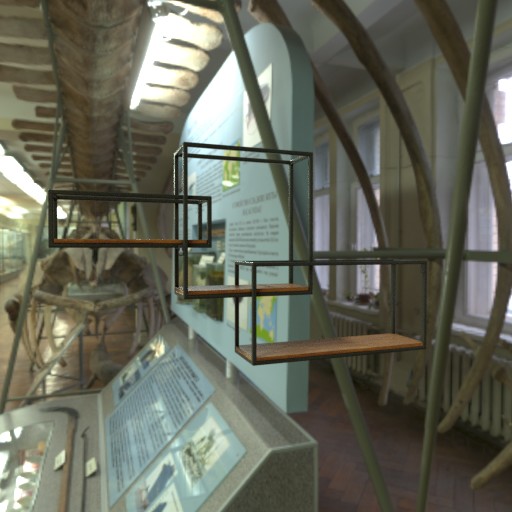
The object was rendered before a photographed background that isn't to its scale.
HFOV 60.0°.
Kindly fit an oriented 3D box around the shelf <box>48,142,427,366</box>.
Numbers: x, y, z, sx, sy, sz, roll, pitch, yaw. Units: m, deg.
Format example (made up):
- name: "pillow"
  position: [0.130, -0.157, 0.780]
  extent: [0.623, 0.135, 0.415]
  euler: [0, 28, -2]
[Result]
- name: "shelf"
  position: [0.000, 0.000, 2.113]
  extent: [1.781, 0.972, 0.275]
  euler: [0, 1, -20]
